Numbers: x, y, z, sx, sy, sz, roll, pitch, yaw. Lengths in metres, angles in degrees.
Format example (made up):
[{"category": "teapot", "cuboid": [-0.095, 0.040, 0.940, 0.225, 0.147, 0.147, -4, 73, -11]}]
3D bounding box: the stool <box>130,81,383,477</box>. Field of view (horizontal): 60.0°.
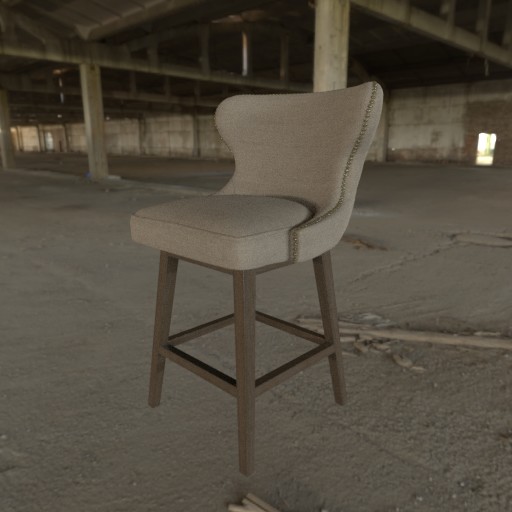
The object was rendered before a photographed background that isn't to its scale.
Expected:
[{"category": "stool", "cuboid": [0.000, 0.000, 1.326, 0.615, 0.972, 0.597, 14, 20, 43]}]
